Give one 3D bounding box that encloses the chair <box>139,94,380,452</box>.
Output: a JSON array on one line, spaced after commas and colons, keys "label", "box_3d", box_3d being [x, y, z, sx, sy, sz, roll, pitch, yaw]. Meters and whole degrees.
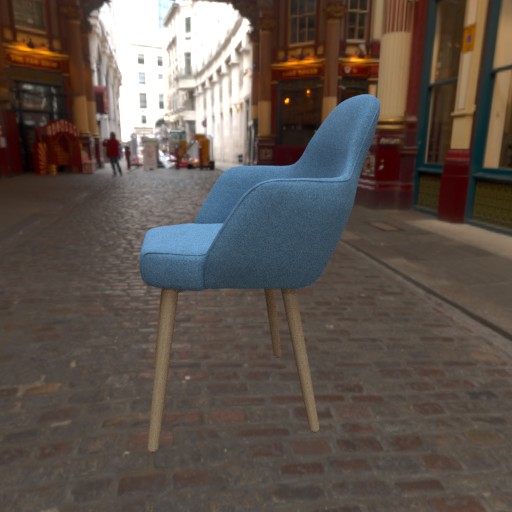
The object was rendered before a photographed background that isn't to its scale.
[{"label": "chair", "box_3d": [0.000, 0.000, 1.328, 0.666, 0.920, 0.589, -3, 15, -10]}]
